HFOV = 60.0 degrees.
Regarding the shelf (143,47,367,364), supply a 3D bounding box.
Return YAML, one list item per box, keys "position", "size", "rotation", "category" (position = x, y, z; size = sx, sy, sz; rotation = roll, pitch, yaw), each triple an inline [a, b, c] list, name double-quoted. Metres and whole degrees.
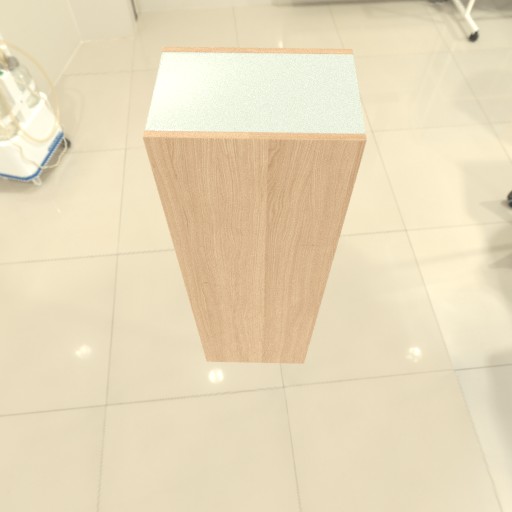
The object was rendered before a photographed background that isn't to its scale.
- position: [0.000, 0.000, 0.997]
  size: [0.290, 0.882, 0.197]
  rotation: [1, 58, 1]
  category: "shelf"
